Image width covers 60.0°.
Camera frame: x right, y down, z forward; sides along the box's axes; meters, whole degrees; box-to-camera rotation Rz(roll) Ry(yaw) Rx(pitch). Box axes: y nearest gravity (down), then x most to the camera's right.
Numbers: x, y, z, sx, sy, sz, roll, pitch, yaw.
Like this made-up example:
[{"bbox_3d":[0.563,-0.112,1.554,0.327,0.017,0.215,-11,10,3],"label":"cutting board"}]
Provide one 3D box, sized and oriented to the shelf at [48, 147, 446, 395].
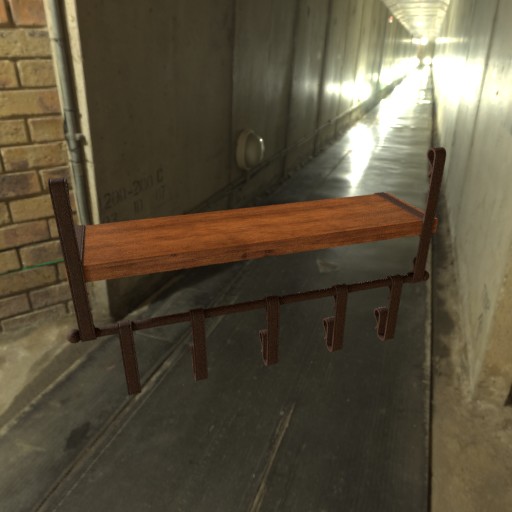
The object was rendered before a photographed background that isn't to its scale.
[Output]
[{"bbox_3d":[0.000,0.000,0.697,0.567,0.330,0.146,-8,27,-16],"label":"shelf"}]
